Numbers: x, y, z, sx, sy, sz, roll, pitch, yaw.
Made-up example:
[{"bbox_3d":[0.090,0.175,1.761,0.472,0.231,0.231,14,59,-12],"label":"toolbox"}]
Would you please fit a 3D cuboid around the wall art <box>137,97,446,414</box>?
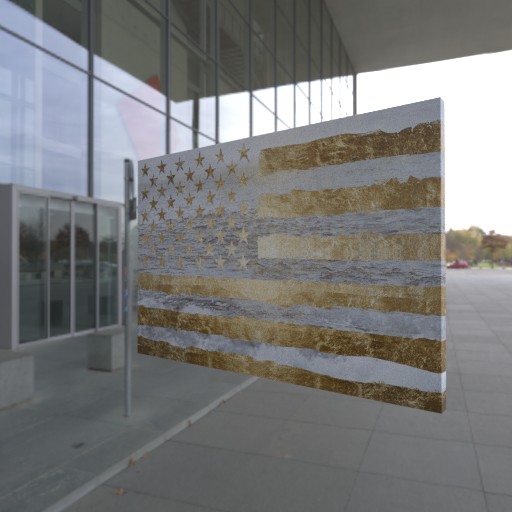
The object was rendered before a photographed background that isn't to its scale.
[{"bbox_3d":[0.000,0.000,1.425,1.145,0.762,0.041,0,-1,37],"label":"wall art"}]
